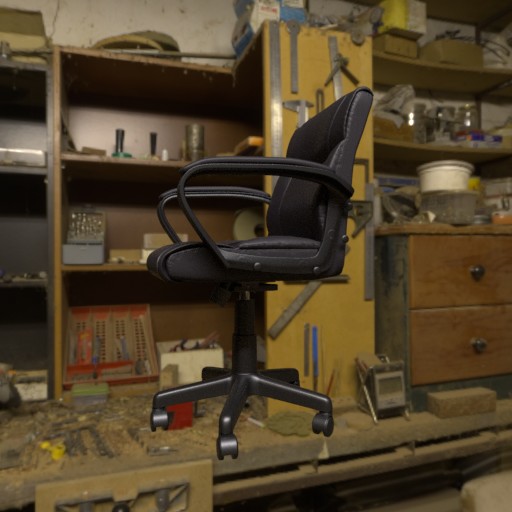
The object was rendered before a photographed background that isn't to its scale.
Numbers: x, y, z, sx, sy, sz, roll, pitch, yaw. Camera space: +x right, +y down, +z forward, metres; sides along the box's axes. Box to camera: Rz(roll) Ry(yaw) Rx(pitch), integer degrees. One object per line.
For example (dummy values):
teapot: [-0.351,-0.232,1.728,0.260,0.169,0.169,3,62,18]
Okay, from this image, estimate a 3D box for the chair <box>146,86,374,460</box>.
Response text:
chair: [0.000,0.000,1.371,0.641,0.998,0.576,0,0,-18]
